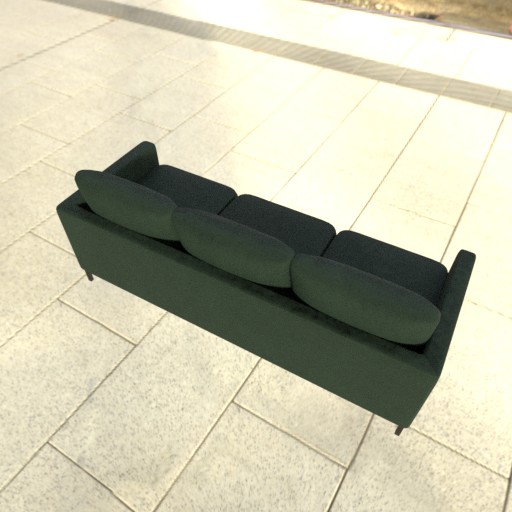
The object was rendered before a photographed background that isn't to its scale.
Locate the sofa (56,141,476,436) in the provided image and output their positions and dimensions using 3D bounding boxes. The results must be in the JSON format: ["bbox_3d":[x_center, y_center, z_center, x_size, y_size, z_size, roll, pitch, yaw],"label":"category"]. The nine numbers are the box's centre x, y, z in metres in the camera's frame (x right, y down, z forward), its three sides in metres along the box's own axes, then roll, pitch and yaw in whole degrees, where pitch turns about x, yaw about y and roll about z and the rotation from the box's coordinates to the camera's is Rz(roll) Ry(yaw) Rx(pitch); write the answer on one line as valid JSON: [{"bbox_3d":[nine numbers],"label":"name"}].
[{"bbox_3d":[0.000,0.000,2.612,2.218,0.870,0.859,22,51,20],"label":"sofa"}]
